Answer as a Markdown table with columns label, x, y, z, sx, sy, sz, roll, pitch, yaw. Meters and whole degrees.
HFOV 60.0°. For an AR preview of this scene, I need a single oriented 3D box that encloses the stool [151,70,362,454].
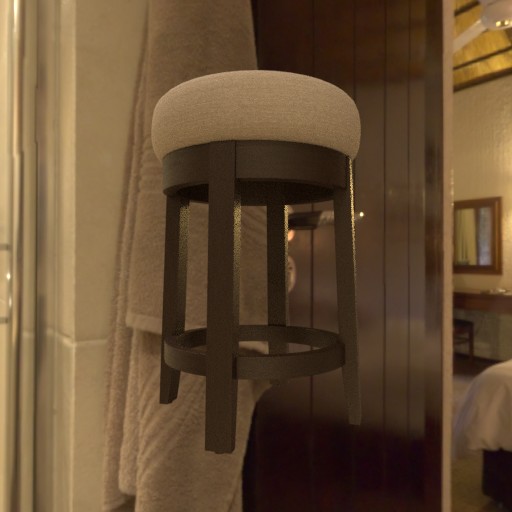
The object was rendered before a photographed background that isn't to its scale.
| label | x | y | z | sx | sy | sz | roll | pitch | yaw |
| --- | --- | --- | --- | --- | --- | --- | --- | --- | --- |
| stool | 0.000 | 0.000 | 0.960 | 0.443 | 0.672 | 0.443 | 0 | -1 | 0 |
